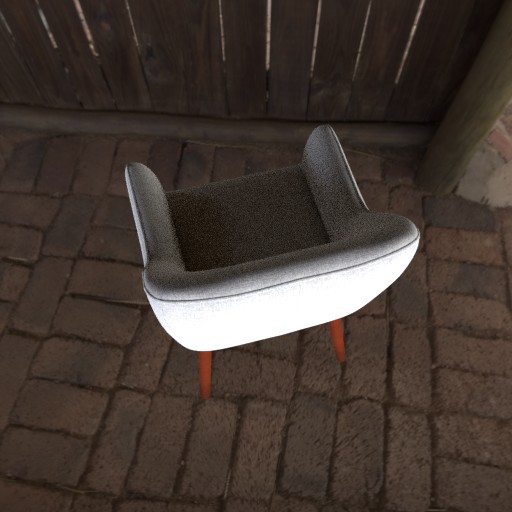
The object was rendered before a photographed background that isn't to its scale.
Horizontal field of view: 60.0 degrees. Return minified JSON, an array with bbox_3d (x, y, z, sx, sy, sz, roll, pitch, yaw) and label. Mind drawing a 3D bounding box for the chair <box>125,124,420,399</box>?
[{"bbox_3d":[0.000,0.000,1.273,0.610,0.813,0.610,-13,61,-8],"label":"chair"}]
